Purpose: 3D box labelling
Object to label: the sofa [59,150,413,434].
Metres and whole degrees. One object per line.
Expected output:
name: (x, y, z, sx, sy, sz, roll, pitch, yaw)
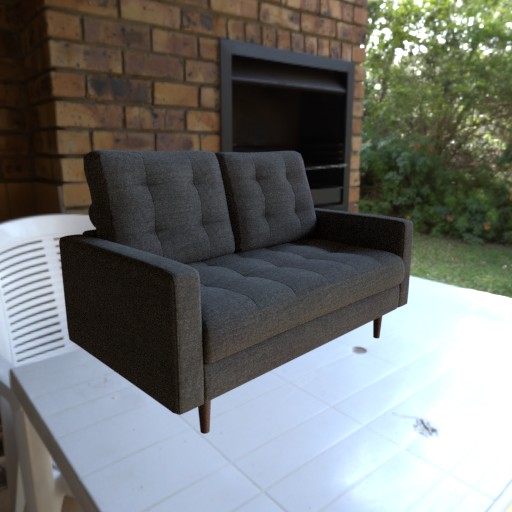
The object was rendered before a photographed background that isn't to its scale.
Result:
sofa: (0.000, 0.000, 1.956, 1.407, 0.907, 0.842, -13, 18, -43)
